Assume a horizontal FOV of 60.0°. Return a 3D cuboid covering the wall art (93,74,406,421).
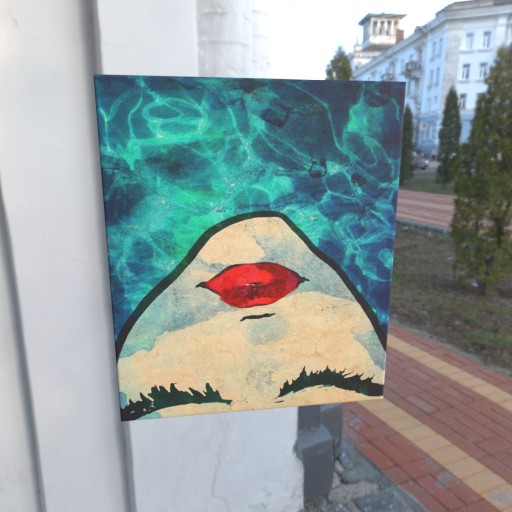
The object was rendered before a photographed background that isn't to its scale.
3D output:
[{"bbox_3d":[0.000,0.000,0.682,0.432,0.508,0.038,-2,14,-8],"label":"wall art"}]
